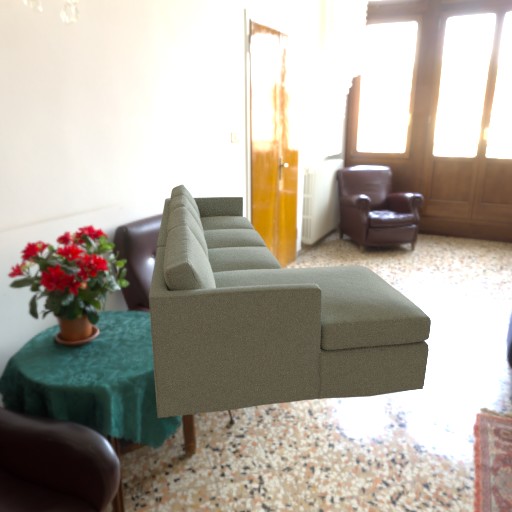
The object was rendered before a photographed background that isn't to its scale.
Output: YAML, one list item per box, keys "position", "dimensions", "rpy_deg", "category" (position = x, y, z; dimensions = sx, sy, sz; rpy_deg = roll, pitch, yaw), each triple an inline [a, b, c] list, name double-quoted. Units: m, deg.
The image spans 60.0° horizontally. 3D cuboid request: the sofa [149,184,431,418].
- position: [0.000, 0.000, 3.940]
  dimensions: [1.650, 0.922, 3.205]
  rpy_deg: [-3, 17, -9]
  category: "sofa"
